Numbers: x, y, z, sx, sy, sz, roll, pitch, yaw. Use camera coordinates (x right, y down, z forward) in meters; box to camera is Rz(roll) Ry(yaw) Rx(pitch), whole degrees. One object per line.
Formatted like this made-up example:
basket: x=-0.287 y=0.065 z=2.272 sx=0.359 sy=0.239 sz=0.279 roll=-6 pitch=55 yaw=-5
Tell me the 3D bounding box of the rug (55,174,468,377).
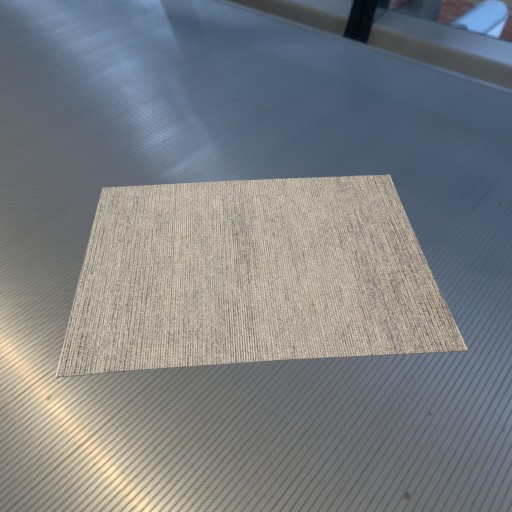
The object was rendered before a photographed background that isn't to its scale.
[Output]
rug: x=0.000 y=0.000 z=2.988 sx=2.307 sy=0.030 sz=1.604 roll=-3 pitch=48 yaw=-3
